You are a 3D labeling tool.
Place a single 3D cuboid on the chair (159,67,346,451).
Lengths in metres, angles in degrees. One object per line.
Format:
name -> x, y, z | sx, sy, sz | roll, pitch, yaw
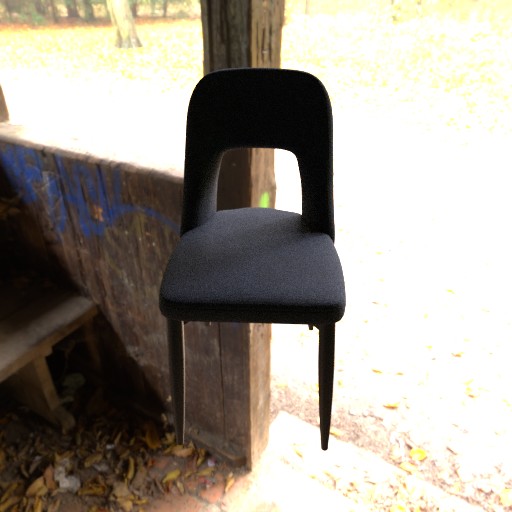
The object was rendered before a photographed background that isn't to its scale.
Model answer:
chair -> 0.000, 0.000, 1.283 | 0.470, 0.931, 0.612 | 1, 32, 2
